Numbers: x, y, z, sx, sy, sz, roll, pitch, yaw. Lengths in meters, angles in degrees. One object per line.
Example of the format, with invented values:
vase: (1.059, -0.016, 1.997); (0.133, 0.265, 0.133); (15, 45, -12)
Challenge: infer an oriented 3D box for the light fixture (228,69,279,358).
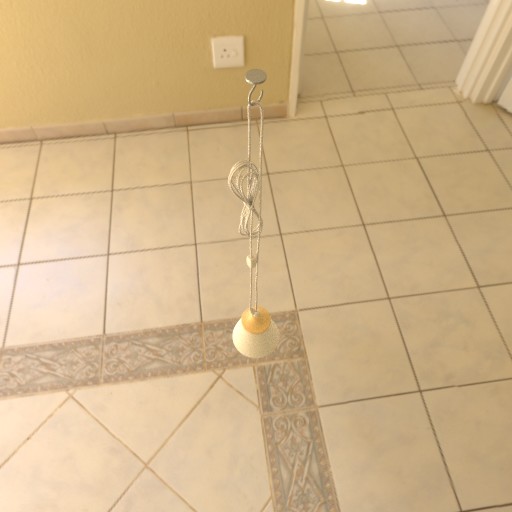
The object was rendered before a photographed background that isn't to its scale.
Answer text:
light fixture: (0.000, 0.000, 1.049); (0.153, 0.966, 0.153); (-15, 58, -9)
